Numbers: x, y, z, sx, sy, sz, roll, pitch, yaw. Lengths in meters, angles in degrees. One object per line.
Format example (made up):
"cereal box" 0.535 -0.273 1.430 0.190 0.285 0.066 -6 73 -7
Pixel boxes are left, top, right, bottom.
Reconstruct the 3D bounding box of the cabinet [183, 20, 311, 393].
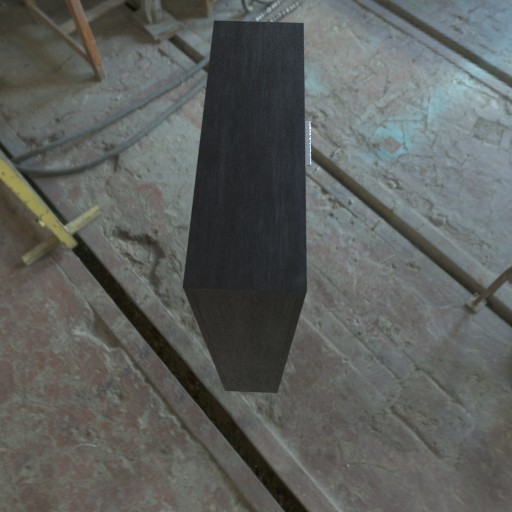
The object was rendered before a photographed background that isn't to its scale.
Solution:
"cabinet" 0.000 0.000 1.577 0.250 1.280 0.750 2 65 1
